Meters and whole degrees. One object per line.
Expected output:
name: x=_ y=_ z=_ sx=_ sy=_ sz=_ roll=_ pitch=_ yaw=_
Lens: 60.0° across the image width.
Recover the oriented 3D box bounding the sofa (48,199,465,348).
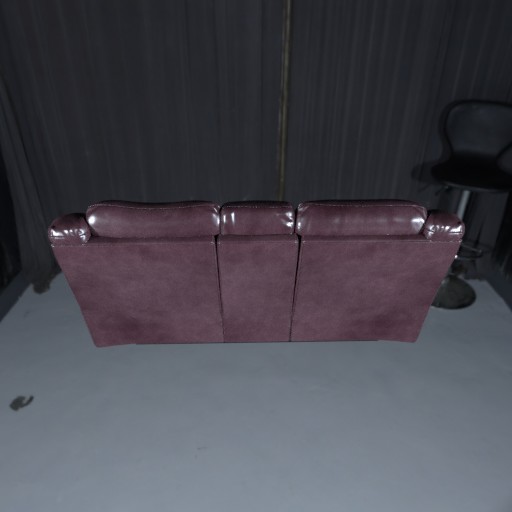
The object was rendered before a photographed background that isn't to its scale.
sofa: x=0.000 y=0.000 z=2.662 sx=2.058 sy=1.043 sz=0.991 roll=-1 pitch=30 yaw=-1
